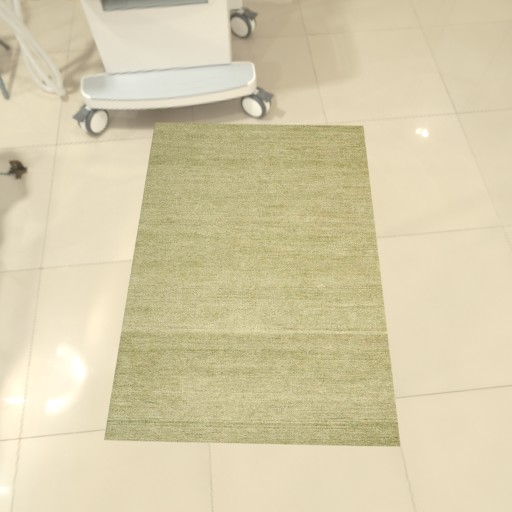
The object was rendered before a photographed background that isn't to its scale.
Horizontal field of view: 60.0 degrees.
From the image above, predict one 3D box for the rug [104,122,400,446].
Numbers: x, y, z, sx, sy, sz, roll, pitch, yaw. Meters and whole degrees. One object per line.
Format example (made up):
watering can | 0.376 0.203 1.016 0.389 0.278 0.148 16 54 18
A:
rug | 0.000 0.000 2.906 1.606 0.017 2.270 1 63 1
